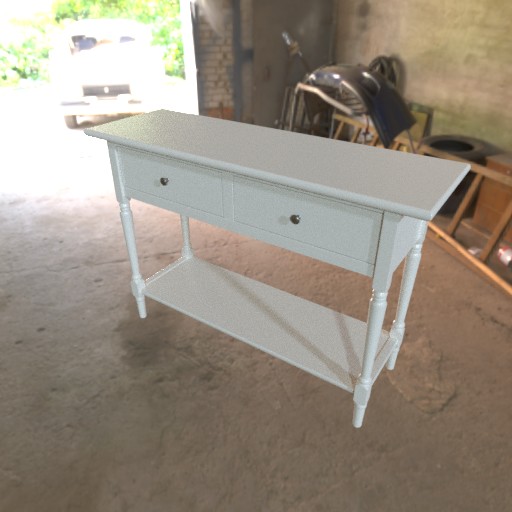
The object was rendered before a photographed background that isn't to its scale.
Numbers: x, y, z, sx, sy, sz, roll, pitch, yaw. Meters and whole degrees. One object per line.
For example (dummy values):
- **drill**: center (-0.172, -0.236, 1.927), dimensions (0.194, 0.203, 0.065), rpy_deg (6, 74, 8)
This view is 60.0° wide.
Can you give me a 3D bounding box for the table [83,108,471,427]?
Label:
- **table**: center (0.000, 0.000, 1.594), dimensions (1.191, 0.814, 0.386), rpy_deg (19, 36, 29)
